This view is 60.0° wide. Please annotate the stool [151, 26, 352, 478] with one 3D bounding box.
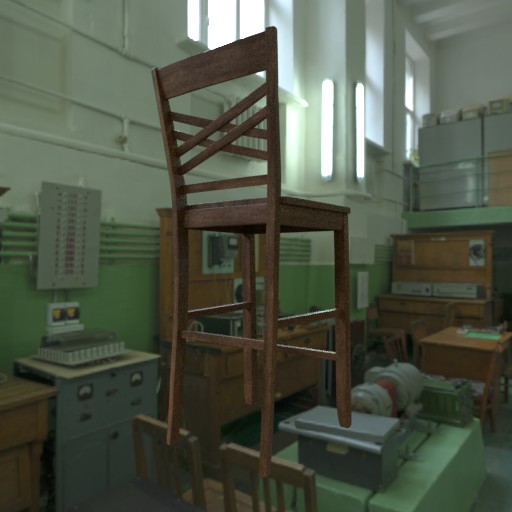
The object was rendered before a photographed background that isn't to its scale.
[{"bbox_3d":[0.000,0.000,1.369,0.433,1.105,0.487,0,0,35],"label":"stool"}]
